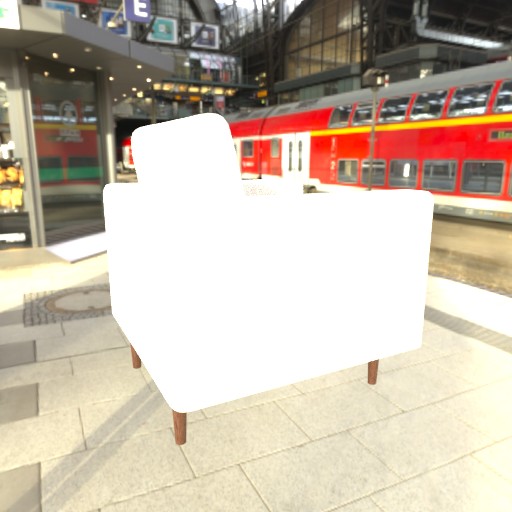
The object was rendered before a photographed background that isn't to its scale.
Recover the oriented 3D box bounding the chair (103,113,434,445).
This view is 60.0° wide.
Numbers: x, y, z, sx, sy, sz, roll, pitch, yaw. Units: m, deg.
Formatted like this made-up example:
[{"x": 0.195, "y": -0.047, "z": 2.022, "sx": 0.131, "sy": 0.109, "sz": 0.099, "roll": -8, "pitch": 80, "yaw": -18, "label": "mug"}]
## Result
[{"x": 0.000, "y": 0.000, "z": 1.558, "sx": 0.879, "sy": 0.899, "sz": 0.831, "roll": -7, "pitch": 15, "yaw": -27, "label": "chair"}]
